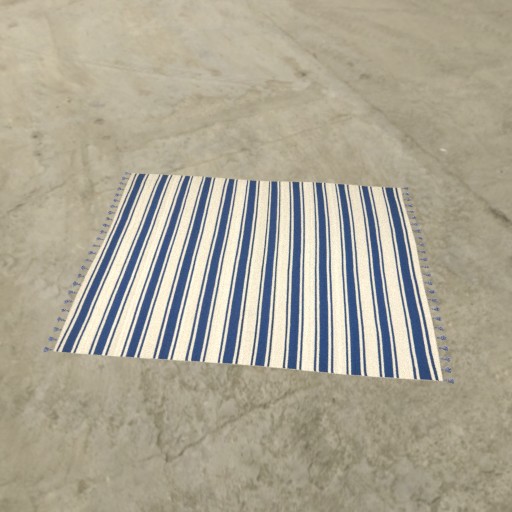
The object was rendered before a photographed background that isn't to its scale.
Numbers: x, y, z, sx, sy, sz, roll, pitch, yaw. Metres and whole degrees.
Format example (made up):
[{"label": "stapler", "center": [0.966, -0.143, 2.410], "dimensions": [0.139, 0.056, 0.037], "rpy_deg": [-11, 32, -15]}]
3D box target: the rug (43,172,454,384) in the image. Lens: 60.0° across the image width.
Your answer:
[{"label": "rug", "center": [0.000, 0.000, 4.436], "dimensions": [3.416, 0.016, 2.471], "rpy_deg": [4, 48, 3]}]
